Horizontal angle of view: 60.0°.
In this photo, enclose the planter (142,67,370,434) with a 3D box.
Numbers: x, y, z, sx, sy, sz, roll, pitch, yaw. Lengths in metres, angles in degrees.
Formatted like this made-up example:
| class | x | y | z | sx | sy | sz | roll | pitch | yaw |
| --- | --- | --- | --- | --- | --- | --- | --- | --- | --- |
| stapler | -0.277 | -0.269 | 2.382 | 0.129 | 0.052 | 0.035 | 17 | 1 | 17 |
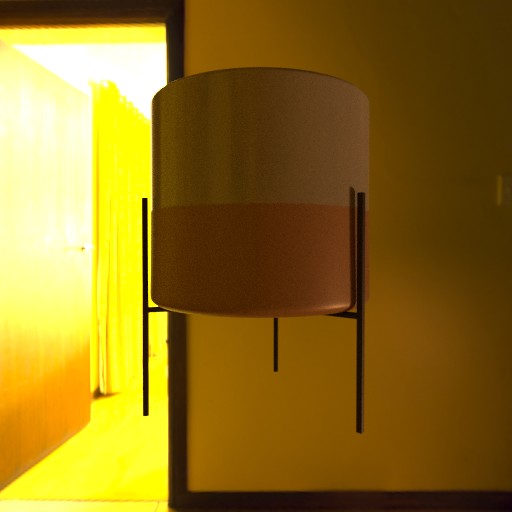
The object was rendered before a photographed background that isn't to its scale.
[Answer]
| class | x | y | z | sx | sy | sz | roll | pitch | yaw |
| --- | --- | --- | --- | --- | --- | --- | --- | --- | --- |
| planter | 0.000 | 0.000 | 0.721 | 0.360 | 0.480 | 0.348 | 0 | 1 | -19 |
